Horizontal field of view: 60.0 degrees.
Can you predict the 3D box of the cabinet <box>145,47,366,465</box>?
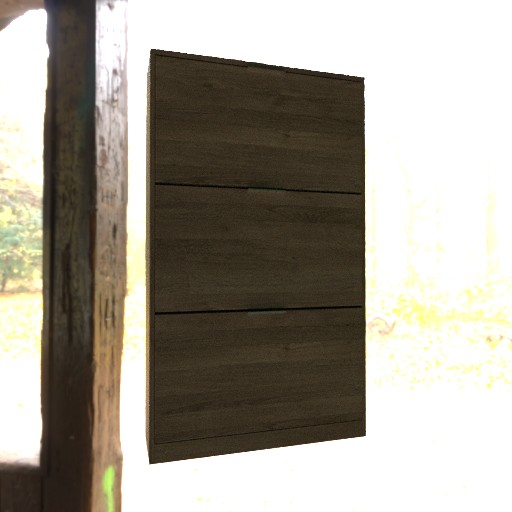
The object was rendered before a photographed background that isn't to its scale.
[{"bbox_3d":[0.000,0.000,1.573,0.750,1.280,0.250,0,-1,-17],"label":"cabinet"}]
